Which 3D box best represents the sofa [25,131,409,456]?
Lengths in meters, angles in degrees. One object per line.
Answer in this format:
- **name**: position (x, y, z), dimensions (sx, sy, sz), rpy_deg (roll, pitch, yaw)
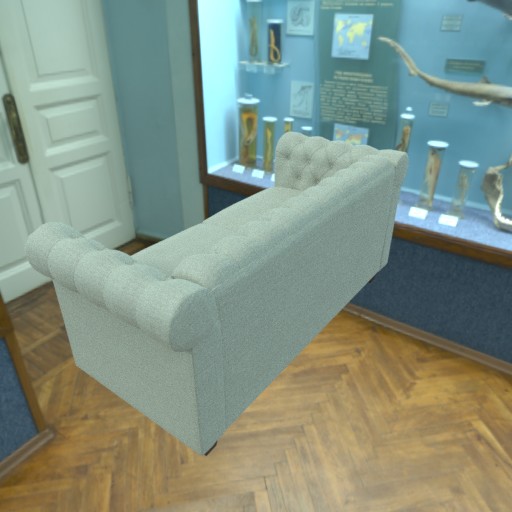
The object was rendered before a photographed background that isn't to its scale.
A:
- **sofa**: position (0.000, 0.000, 2.170), dimensions (0.783, 0.797, 1.798), rpy_deg (21, 36, 31)
